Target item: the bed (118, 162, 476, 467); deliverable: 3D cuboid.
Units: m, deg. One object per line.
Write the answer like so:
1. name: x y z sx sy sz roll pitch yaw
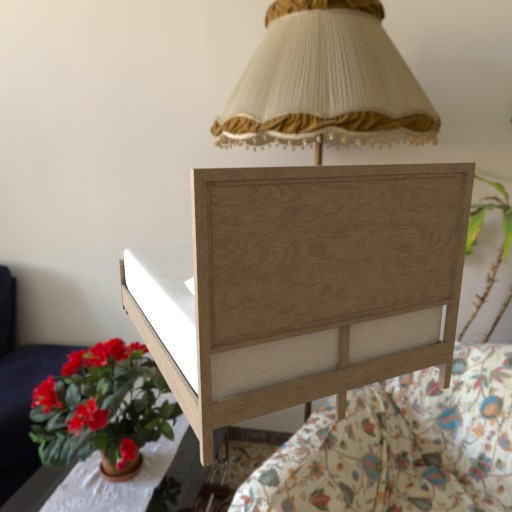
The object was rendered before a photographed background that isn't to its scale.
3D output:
1. bed: 0.000 0.000 3.201 1.606 1.369 2.189 -7 15 -25
